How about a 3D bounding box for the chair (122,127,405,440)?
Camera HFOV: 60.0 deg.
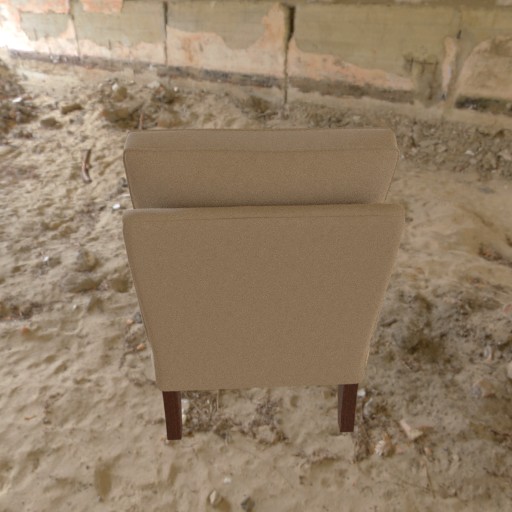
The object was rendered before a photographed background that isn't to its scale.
[{"bbox_3d":[0.000,0.000,1.626,0.724,1.052,0.912,-2,30,-3],"label":"chair"}]
